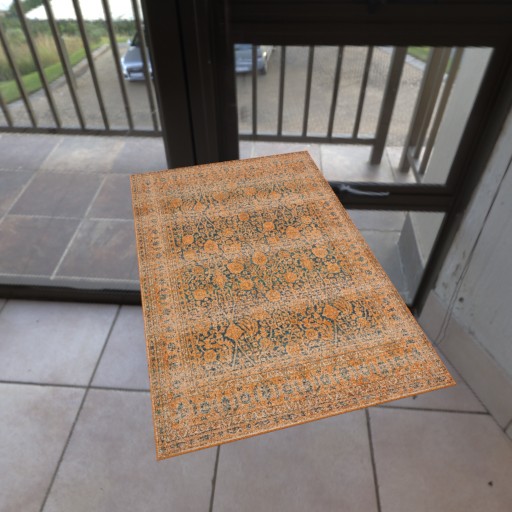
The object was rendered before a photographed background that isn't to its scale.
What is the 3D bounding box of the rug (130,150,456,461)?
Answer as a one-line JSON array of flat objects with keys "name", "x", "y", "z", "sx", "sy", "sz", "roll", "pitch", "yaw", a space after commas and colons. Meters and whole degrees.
[{"name": "rug", "x": 0.000, "y": 0.000, "z": 2.948, "sx": 1.525, "sy": 0.007, "sz": 2.336, "roll": -10, "pitch": 45, "yaw": -10}]
